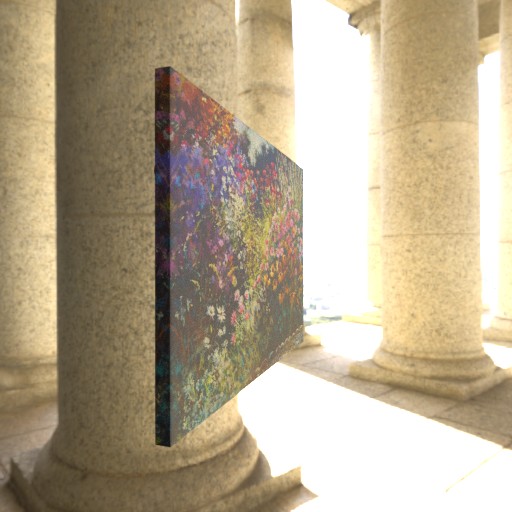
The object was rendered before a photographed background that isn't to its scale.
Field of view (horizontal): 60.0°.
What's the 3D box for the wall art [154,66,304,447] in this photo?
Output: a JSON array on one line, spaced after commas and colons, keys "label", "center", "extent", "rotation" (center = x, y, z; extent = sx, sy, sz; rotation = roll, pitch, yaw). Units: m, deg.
[{"label": "wall art", "center": [0.000, 0.000, 1.424], "extent": [0.042, 0.760, 1.136], "rotation": [0, 0, 20]}]
